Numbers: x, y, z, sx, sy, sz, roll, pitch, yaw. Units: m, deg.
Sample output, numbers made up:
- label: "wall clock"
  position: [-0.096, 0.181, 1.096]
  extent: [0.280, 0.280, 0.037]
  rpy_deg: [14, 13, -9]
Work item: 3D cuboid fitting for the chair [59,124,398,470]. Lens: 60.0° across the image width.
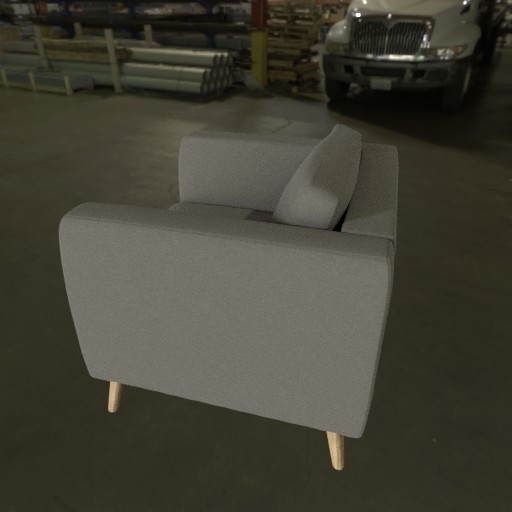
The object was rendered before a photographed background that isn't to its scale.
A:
- label: "chair"
  position: [0.000, 0.000, 1.641]
  extent: [0.930, 0.860, 1.000]
  rpy_deg: [8, 32, 14]
